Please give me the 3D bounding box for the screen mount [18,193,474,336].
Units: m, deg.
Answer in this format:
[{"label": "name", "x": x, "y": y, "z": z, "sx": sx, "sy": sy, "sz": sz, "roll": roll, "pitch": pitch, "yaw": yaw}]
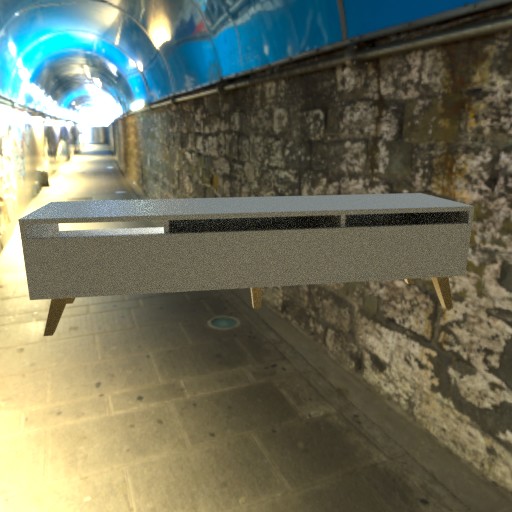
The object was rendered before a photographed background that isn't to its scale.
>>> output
[{"label": "screen mount", "x": 0.000, "y": 0.000, "z": 1.827, "sx": 1.644, "sy": 0.432, "sz": 0.399, "roll": -3, "pitch": 16, "yaw": -9}]
